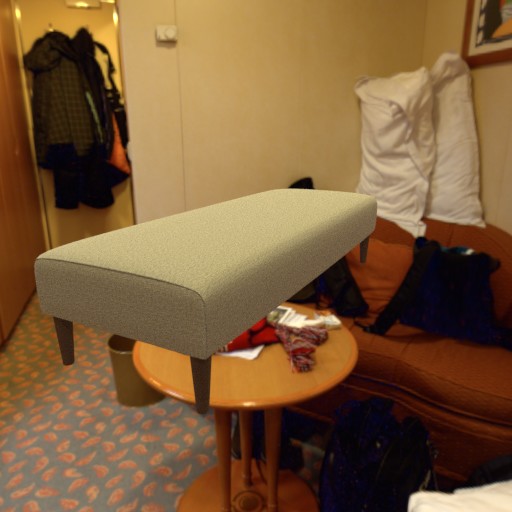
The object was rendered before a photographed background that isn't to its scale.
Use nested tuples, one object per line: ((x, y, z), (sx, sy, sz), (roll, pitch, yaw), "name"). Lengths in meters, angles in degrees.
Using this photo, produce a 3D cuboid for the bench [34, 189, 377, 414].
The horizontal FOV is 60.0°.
((0.000, 0.000, 1.841), (0.631, 0.383, 1.598), (9, 18, 27), "bench")
